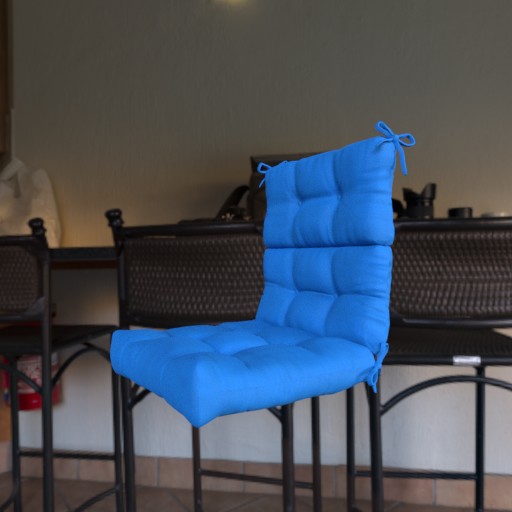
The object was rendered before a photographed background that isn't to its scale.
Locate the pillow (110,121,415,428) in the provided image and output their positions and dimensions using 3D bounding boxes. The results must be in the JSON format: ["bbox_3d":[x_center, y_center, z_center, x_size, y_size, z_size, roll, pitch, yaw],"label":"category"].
[{"bbox_3d":[0.000,0.000,1.056,0.571,0.605,0.519,0,0,-34],"label":"pillow"}]
